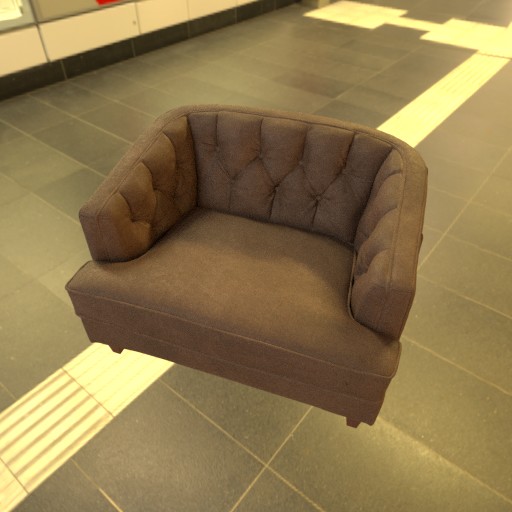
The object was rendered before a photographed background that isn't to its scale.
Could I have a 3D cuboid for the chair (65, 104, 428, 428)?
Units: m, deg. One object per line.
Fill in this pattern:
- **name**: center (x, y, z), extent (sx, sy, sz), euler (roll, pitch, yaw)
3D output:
- **chair**: center (0.000, 0.000, 1.687), extent (1.118, 0.787, 0.914), euler (13, 43, 14)
